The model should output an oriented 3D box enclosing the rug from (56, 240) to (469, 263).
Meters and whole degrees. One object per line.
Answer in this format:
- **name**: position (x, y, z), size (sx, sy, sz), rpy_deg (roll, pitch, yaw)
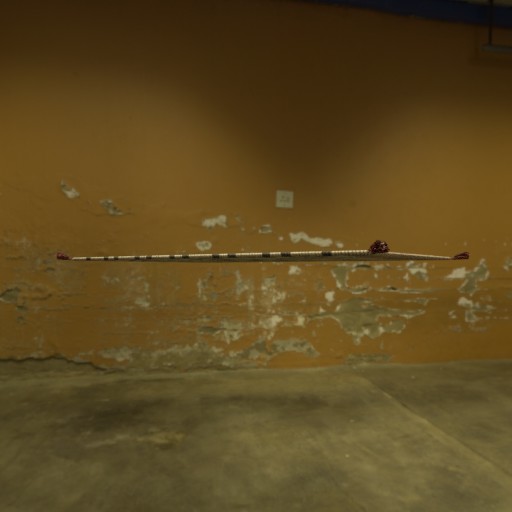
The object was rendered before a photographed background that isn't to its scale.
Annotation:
- **rug**: position (0.000, 0.000, 3.346), size (2.672, 0.066, 1.741), rpy_deg (-1, -2, 36)
